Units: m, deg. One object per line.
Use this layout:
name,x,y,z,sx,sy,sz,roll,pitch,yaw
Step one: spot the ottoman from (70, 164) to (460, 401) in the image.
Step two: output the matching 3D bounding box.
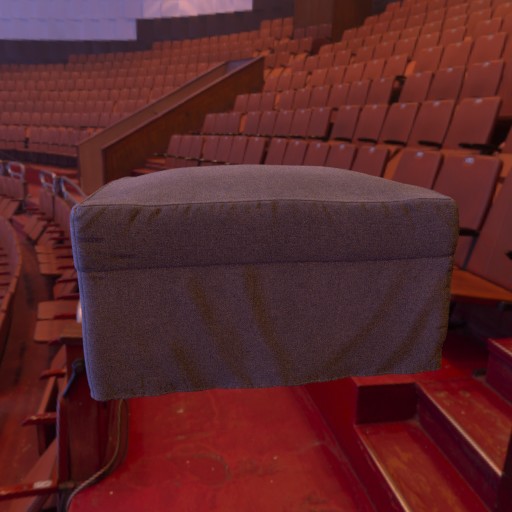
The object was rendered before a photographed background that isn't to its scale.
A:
ottoman,0.000,0.000,1.252,0.833,0.492,0.652,-2,15,-9
